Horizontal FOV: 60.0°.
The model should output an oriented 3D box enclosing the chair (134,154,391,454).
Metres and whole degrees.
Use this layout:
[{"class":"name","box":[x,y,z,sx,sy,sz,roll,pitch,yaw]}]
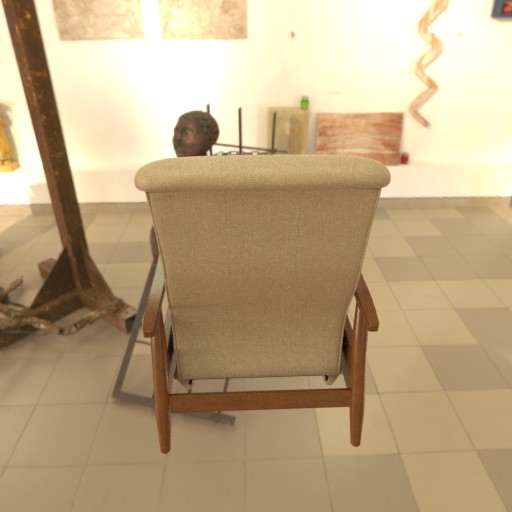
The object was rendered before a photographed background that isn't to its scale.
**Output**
[{"class":"chair","box":[0.000,0.000,1.762,0.762,1.082,1.030,-1,30,-2]}]
